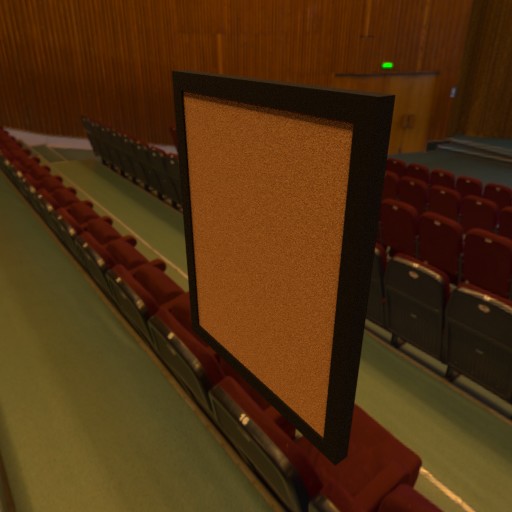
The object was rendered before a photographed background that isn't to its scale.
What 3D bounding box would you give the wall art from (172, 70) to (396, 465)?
[{"bbox_3d":[0.000,0.000,0.754,0.029,0.559,0.457,-19,32,-33],"label":"wall art"}]
